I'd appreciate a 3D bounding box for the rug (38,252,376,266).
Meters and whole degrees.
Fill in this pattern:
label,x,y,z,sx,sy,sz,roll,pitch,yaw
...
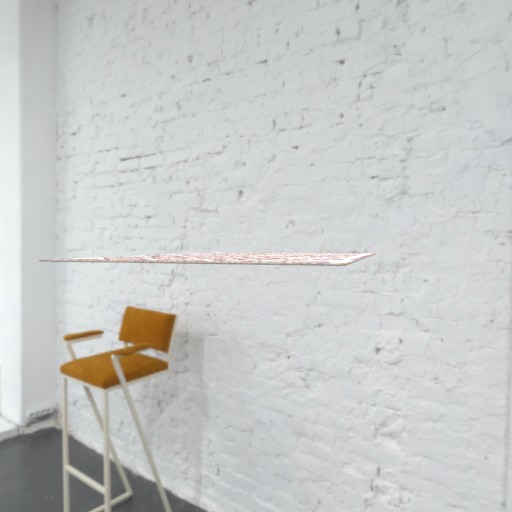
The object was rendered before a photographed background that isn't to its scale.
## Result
label,x,y,z,sx,sy,sz,roll,pitch,yaw
rug,0.000,0.000,3.161,1.545,0.010,2.440,0,2,18
